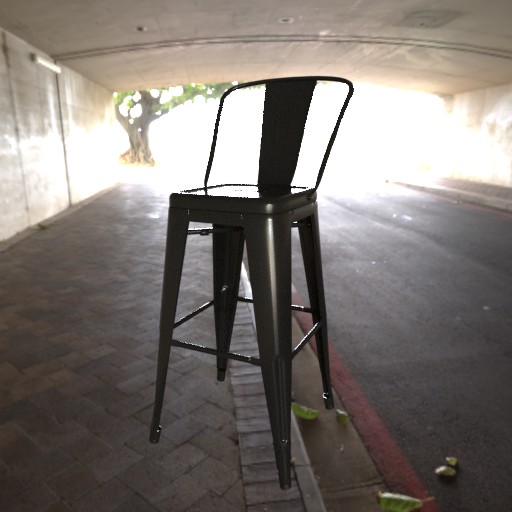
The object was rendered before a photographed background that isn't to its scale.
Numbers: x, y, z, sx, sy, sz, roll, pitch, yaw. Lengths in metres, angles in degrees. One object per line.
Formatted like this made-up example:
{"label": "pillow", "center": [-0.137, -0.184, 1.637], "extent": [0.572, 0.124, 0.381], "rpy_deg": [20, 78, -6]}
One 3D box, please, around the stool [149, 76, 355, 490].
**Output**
{"label": "stool", "center": [0.000, 0.000, 1.269], "extent": [0.432, 1.022, 0.528], "rpy_deg": [7, 16, 25]}
